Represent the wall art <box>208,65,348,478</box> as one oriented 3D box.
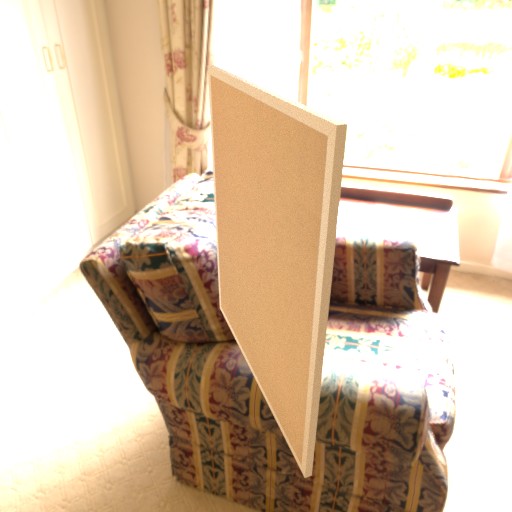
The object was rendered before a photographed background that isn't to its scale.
[{"bbox_3d":[0.000,0.000,0.766,0.012,0.557,0.482,-11,32,-18],"label":"wall art"}]
